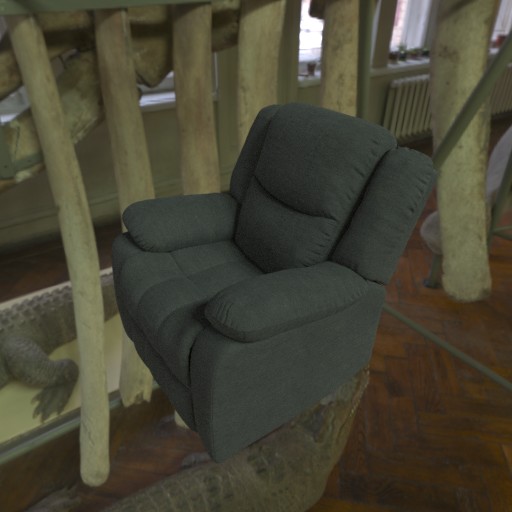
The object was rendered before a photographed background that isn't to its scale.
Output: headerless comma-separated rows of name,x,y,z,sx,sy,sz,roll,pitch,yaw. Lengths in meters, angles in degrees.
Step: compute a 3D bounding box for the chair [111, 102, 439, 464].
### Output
chair,0.000,0.000,1.701,0.944,1.008,0.899,-21,38,-29
